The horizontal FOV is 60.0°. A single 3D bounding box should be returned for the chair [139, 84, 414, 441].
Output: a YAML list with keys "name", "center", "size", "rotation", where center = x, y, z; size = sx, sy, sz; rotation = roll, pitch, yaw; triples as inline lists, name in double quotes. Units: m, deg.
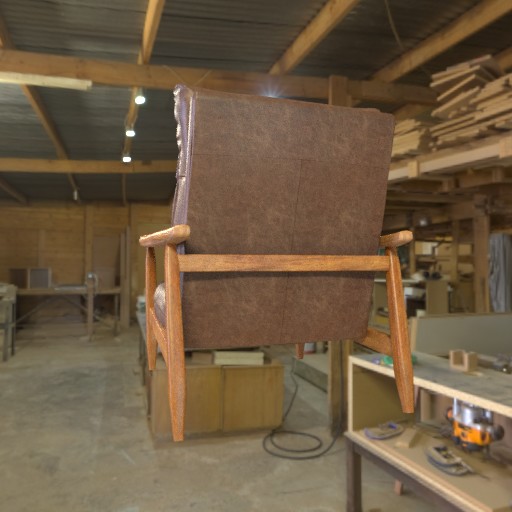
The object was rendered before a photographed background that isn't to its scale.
- name: "chair"
  center: [0.000, 0.000, 1.537]
  size: [0.782, 0.897, 0.830]
  rotation: [0, -1, -18]
